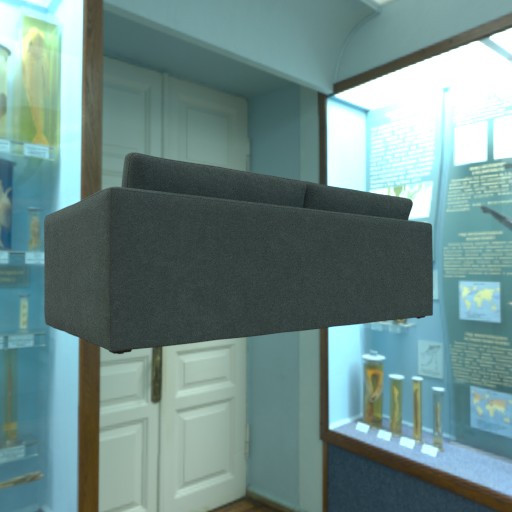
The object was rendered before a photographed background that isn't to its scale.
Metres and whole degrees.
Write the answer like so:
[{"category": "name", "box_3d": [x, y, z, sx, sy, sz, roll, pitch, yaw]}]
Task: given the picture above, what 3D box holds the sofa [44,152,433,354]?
[{"category": "sofa", "box_3d": [0.000, 0.000, 2.779, 2.257, 0.838, 1.092, 1, -2, -37]}]
